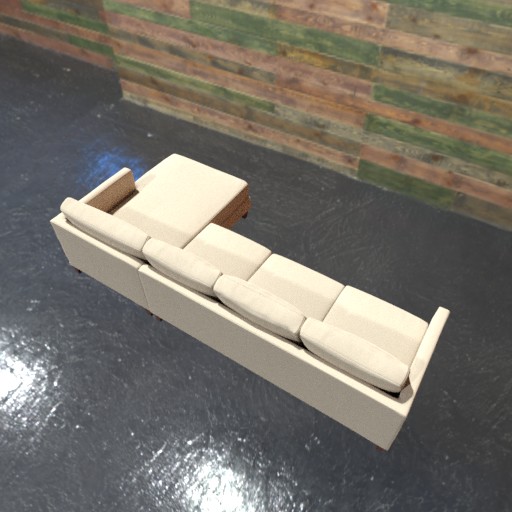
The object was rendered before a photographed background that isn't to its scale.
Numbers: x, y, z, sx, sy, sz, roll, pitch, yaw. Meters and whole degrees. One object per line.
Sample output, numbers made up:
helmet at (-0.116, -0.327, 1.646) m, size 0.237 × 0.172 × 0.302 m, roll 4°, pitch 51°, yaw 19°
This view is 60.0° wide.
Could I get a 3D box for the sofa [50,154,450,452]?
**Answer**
sofa at (0.000, 0.000, 3.849) m, size 3.186 × 0.861 × 1.625 m, roll 25°, pitch 52°, yaw 21°
